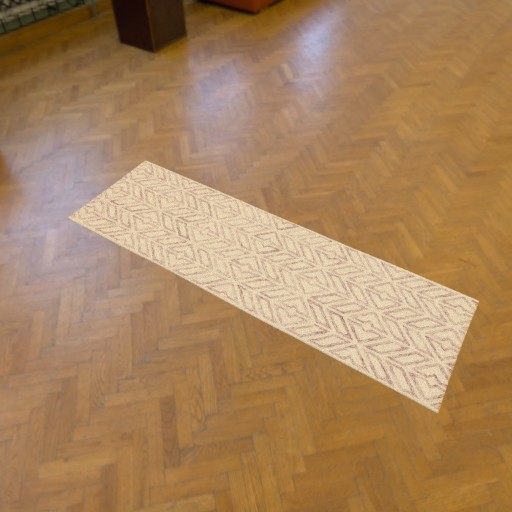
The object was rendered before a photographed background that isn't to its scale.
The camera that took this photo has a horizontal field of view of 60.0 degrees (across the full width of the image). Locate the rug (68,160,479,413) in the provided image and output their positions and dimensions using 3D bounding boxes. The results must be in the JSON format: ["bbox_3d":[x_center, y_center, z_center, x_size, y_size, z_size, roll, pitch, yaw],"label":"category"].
[{"bbox_3d":[0.000,0.000,2.666,2.435,0.009,0.750,25,52,21],"label":"rug"}]
